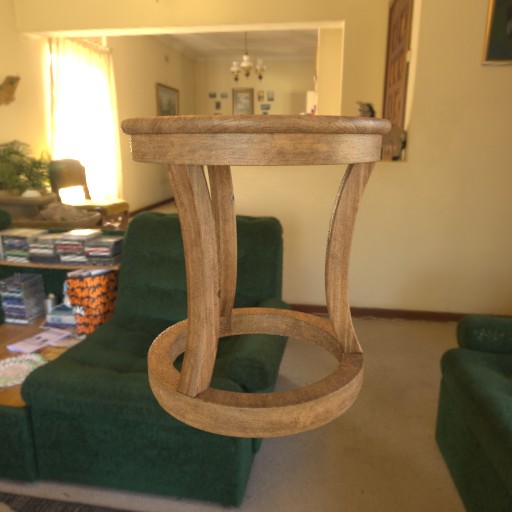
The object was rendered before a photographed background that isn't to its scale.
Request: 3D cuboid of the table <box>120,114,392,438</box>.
[{"bbox_3d":[0.000,0.000,0.792,0.432,0.460,0.432,0,15,0],"label":"table"}]
